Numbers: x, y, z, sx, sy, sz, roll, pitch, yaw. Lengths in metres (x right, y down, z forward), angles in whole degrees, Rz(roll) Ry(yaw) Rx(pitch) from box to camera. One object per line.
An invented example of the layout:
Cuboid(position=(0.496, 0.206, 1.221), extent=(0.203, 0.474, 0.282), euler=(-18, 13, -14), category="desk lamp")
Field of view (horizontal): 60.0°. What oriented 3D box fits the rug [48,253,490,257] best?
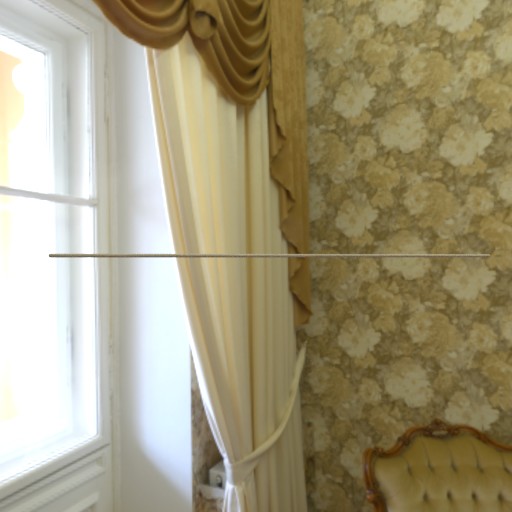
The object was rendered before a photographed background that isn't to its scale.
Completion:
Cuboid(position=(0.000, 0.000, 2.298), extent=(1.848, 0.014, 1.238), euler=(0, 0, -18), category="rug")
